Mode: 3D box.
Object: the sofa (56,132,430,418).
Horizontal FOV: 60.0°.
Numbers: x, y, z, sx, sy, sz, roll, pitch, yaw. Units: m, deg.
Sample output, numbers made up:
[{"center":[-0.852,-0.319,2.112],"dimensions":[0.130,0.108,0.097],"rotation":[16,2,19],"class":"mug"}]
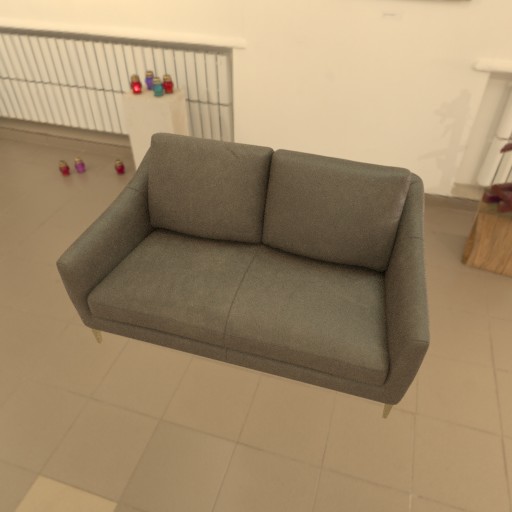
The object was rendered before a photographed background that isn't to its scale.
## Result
[{"center":[0.000,0.000,2.229],"dimensions":[1.619,0.902,0.960],"rotation":[11,42,13],"class":"sofa"}]
